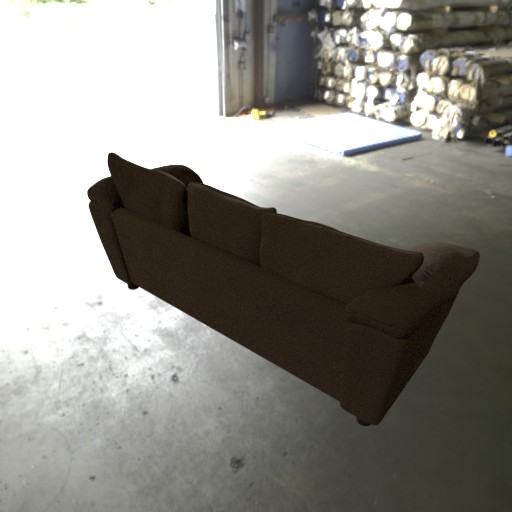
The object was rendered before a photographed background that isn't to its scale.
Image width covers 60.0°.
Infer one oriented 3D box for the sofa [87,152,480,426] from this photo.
[{"bbox_3d":[0.000,0.000,2.768,2.336,1.015,0.878,23,37,33],"label":"sofa"}]
